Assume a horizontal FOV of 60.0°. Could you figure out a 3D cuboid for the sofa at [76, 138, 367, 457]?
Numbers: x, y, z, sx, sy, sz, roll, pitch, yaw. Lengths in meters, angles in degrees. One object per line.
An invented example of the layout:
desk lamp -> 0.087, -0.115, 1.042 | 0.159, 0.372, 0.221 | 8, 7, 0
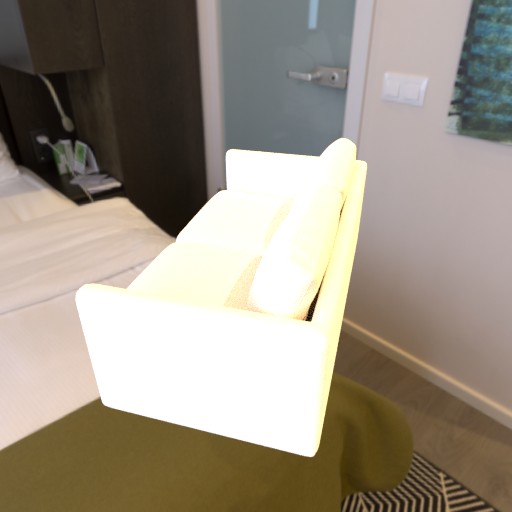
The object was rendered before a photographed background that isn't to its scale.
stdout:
sofa -> 0.000, 0.000, 2.259 | 0.940, 0.893, 1.713 | 8, 32, 14
